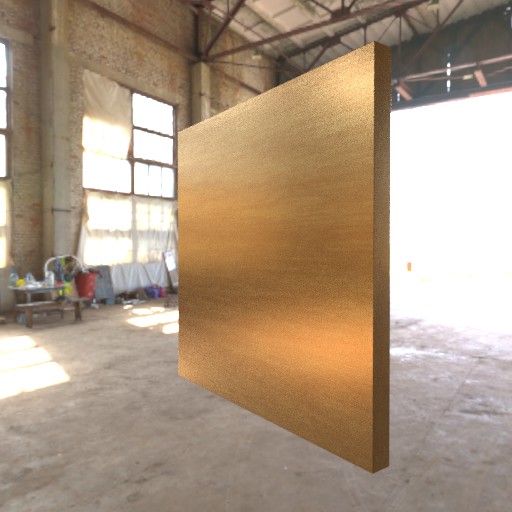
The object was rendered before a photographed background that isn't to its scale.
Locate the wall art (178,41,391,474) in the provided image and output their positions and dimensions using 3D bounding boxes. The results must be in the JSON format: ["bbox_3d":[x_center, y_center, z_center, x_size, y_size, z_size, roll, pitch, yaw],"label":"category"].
[{"bbox_3d":[0.000,0.000,0.436,0.019,0.302,0.302,-1,1,-36],"label":"wall art"}]
